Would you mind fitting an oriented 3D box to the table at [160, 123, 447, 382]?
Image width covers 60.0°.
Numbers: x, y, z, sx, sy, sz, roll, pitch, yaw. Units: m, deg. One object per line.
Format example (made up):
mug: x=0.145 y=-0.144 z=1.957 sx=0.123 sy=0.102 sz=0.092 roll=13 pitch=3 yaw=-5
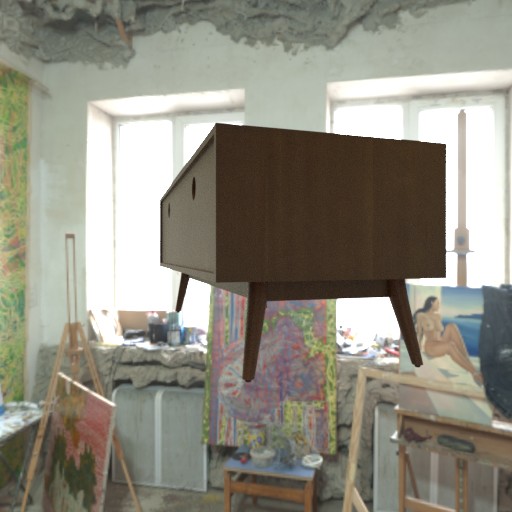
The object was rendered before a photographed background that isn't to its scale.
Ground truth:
table: x=0.000 y=0.000 z=1.372 sx=0.490 sy=0.464 sz=1.119 roll=0 pitch=0 yaw=-17
